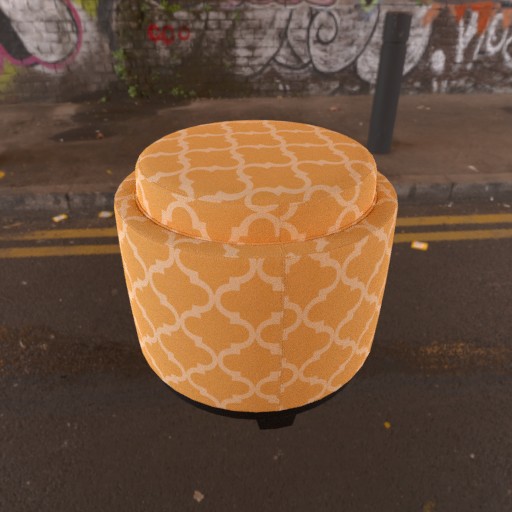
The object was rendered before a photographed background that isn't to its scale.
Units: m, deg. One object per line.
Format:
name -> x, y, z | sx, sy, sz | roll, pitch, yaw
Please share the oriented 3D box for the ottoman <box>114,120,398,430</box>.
ottoman -> 0.000, 0.000, 0.838 | 0.480, 0.429, 0.480 | 0, 32, 0
